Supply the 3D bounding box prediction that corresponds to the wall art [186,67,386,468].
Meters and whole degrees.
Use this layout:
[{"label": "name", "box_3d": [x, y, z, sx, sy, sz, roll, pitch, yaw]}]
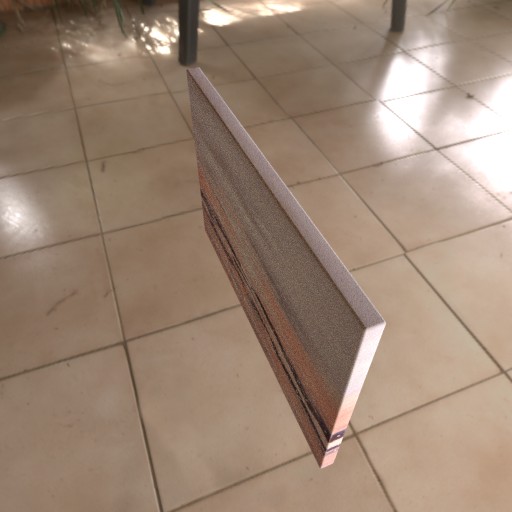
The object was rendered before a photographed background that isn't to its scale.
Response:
[{"label": "wall art", "box_3d": [0.000, 0.000, 1.152, 0.038, 0.609, 0.913, -17, 49, -15]}]
